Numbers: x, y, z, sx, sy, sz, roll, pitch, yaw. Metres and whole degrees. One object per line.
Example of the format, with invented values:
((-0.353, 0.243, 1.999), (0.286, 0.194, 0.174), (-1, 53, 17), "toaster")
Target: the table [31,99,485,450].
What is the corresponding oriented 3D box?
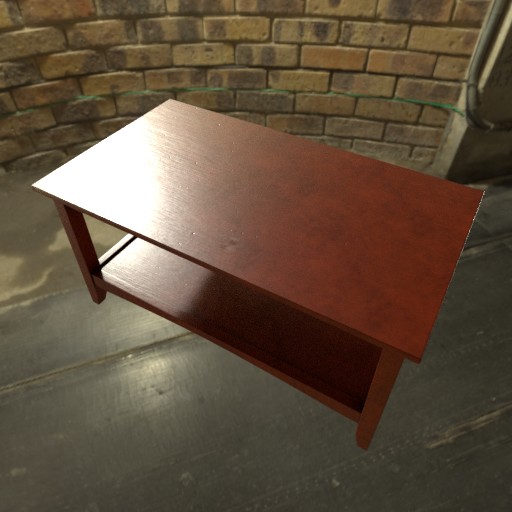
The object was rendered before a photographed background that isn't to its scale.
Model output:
((0.000, 0.000, 1.214), (0.943, 0.456, 0.533), (23, 49, 21), "table")
